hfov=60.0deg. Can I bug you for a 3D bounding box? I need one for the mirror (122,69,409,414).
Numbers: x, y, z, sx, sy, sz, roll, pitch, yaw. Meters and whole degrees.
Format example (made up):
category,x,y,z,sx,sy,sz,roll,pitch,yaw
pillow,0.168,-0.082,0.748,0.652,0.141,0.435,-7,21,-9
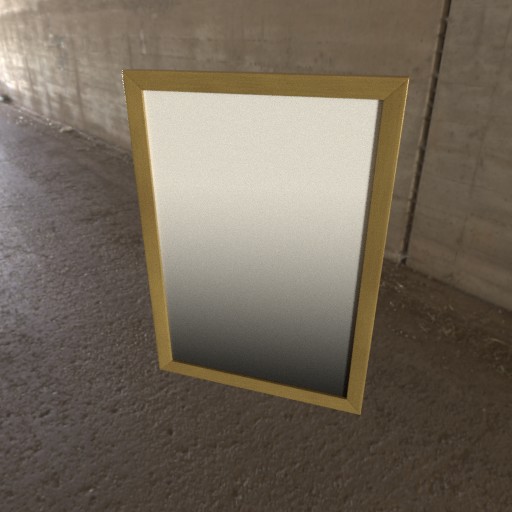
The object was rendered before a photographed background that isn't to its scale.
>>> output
category,x,y,z,sx,sy,sz,roll,pitch,yaw
mirror,0.000,0.000,0.927,0.507,0.710,0.040,8,28,15
